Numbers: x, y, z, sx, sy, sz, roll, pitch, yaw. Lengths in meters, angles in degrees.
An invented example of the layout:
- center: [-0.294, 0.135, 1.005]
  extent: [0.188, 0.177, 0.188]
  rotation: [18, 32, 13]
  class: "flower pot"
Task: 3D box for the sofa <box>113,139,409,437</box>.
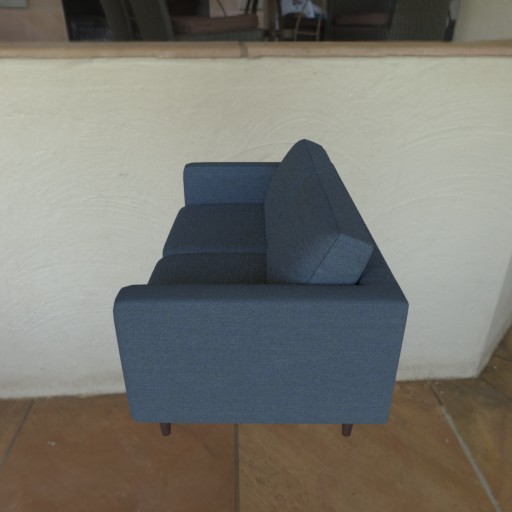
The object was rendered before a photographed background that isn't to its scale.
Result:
- center: [0.000, 0.000, 2.273]
  extent: [0.999, 0.907, 1.659]
  rotation: [0, 27, 0]
  class: "sofa"
